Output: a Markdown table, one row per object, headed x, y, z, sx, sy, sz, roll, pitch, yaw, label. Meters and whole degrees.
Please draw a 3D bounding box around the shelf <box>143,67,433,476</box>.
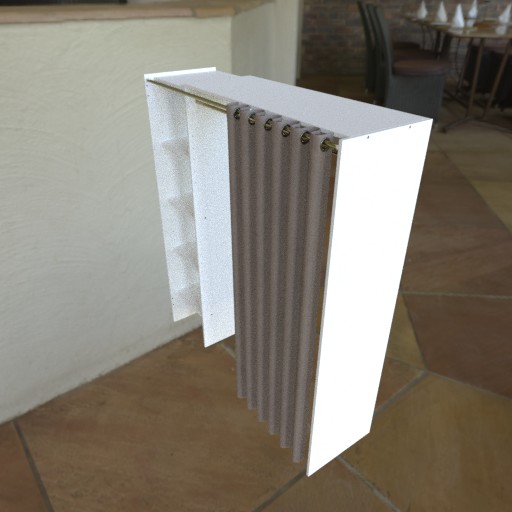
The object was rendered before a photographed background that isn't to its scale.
| x | y | z | sx | sy | sz | roll | pitch | yaw | label |
| --- | --- | --- | --- | --- | --- | --- | --- | --- | --- |
| 0.000 | 0.000 | 2.575 | 0.500 | 1.820 | 1.600 | -20 | 37 | -30 | shelf |
